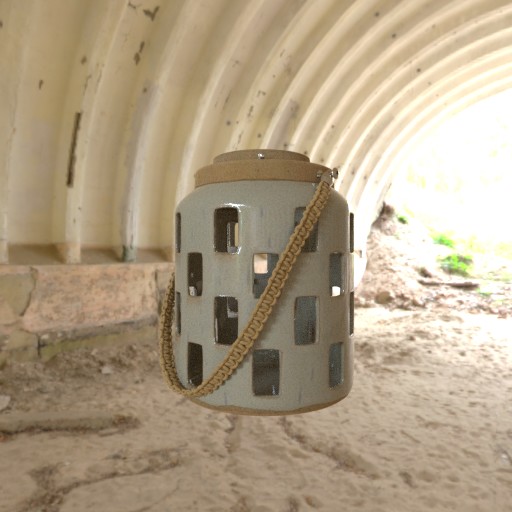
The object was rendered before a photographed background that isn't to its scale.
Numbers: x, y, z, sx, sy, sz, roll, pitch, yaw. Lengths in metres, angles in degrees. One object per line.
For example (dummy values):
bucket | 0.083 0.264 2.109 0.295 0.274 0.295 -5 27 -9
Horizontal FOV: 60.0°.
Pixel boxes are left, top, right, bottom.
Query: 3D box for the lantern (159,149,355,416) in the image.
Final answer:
lantern | 0.000 0.000 0.502 0.184 0.255 0.347 0 0 0
